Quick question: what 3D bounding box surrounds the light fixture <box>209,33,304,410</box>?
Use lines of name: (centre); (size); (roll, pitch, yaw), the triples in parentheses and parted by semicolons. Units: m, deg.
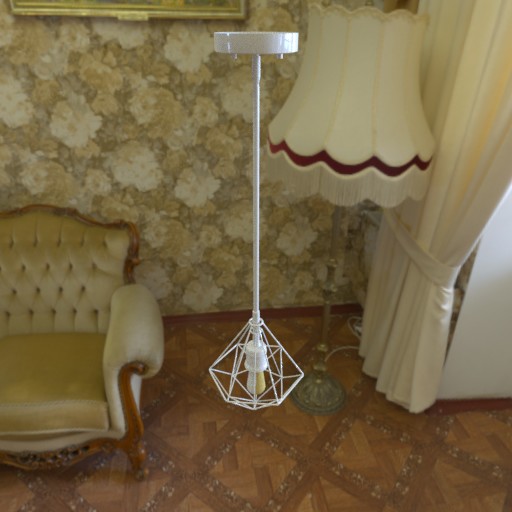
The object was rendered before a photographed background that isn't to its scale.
light fixture: (0.000, 0.000, 1.961); (0.431, 1.764, 0.487); (18, 33, 30)
